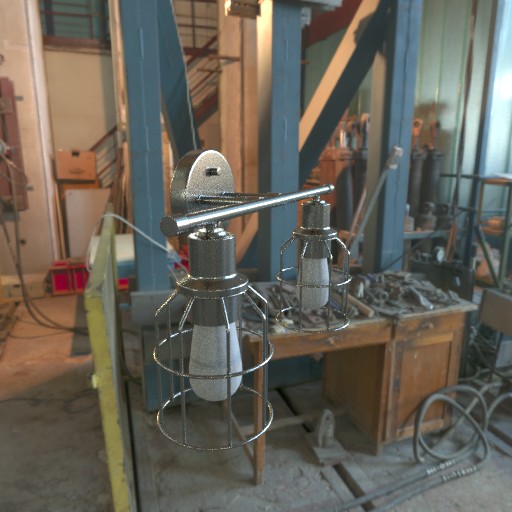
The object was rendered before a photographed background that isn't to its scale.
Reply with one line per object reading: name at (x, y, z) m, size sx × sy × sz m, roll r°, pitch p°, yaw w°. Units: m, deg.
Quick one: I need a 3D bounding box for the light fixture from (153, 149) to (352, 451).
light fixture at (0.000, 0.000, 0.542) m, size 0.165 × 0.254 × 0.406 m, roll 6°, pitch 15°, yaw 26°
